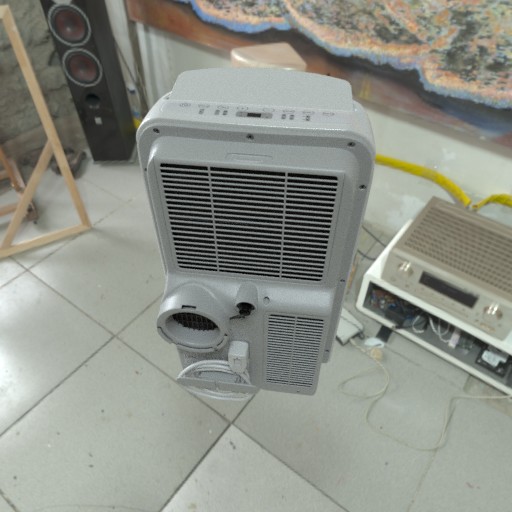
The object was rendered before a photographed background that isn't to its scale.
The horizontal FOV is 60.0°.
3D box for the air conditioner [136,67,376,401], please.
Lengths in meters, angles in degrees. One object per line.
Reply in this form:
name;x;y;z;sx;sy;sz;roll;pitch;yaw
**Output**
air conditioner;0.000;0.000;1.070;0.449;0.786;0.414;5;47;5
